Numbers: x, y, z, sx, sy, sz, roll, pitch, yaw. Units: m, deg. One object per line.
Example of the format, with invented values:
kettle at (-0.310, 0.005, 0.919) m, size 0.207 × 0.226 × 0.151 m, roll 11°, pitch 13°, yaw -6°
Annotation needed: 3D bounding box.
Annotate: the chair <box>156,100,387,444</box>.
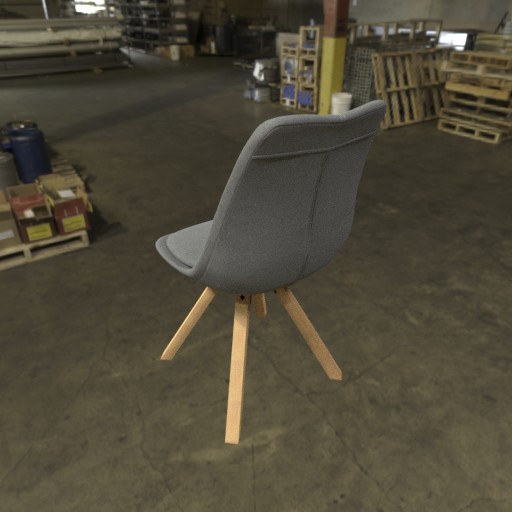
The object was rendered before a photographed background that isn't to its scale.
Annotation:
chair at (0.000, 0.000, 1.200) m, size 0.474 × 0.863 × 0.549 m, roll -20°, pitch 36°, yaw -30°
